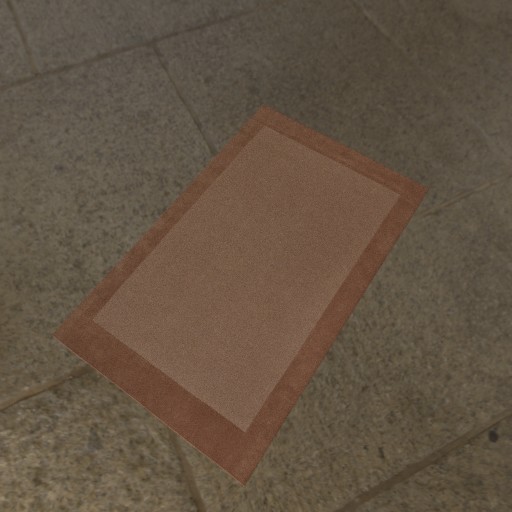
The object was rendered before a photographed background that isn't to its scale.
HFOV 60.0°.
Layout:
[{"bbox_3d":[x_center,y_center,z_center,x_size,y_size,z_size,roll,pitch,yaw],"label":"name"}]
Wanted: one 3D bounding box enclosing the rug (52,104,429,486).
[{"bbox_3d":[0.000,0.000,3.114,1.524,0.014,2.438,32,68,15],"label":"rug"}]
